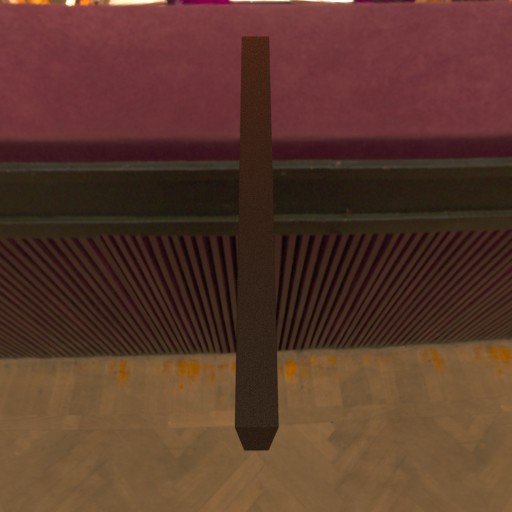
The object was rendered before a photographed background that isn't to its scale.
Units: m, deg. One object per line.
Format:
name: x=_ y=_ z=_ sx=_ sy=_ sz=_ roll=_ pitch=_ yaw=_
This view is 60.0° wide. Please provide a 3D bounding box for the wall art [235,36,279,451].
wall art: x=0.000 y=0.000 z=0.863 sx=0.051 sy=0.456 sz=0.671 roll=0 pitch=63 yaw=0
